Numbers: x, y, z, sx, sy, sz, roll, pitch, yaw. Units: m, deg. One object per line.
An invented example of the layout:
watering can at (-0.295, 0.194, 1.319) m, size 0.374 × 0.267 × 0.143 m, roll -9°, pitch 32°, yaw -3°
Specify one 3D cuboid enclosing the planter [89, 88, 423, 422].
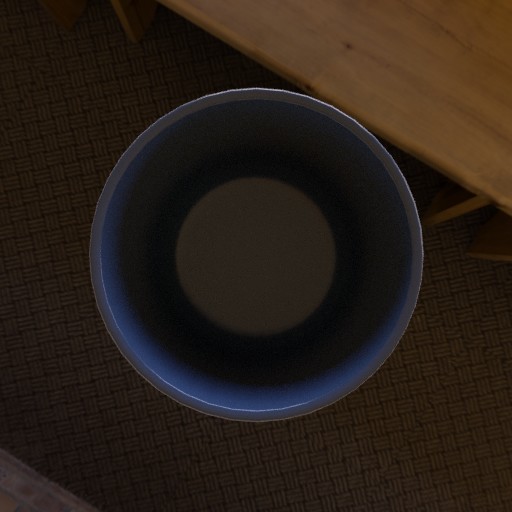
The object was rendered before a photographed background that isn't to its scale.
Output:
planter at (0.000, 0.000, 0.320) m, size 0.182 × 0.165 × 0.182 m, roll 0°, pitch 89°, yaw 0°
